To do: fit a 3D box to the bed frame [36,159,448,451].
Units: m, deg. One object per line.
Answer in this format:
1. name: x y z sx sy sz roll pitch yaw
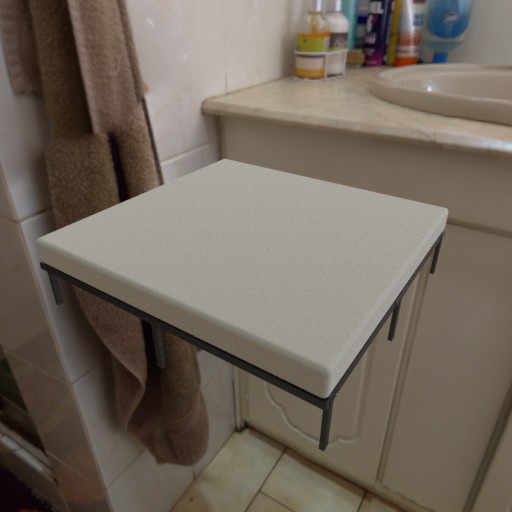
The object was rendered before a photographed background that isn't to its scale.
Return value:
1. bed frame: 0.000 0.000 3.980 2.635 0.680 2.526 19 35 29
